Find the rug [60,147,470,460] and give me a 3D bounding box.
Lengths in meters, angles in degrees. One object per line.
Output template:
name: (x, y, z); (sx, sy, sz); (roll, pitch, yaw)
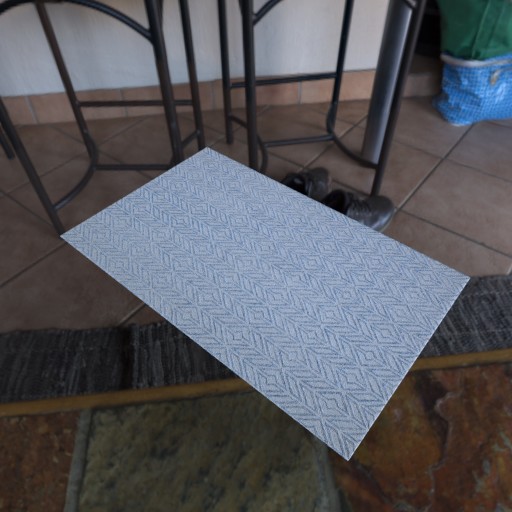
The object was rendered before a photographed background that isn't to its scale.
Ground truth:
rug: (0.000, 0.000, 3.088); (2.441, 0.008, 1.526); (31, 54, 26)
